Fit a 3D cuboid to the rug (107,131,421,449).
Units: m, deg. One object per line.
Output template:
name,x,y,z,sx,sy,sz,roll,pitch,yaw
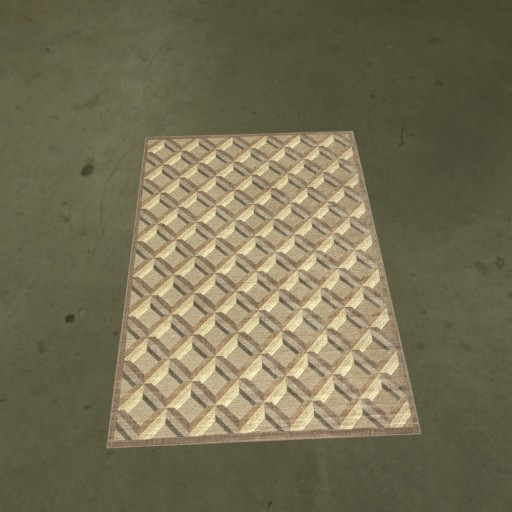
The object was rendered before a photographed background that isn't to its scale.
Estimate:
rug,0.000,0.000,4.205,2.382,0.018,3.294,-2,58,-1
